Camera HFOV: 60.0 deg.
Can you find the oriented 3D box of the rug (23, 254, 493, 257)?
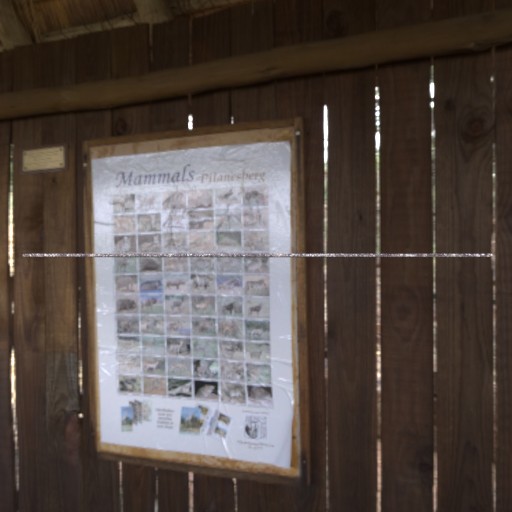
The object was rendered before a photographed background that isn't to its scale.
[{"bbox_3d":[0.000,0.000,2.283,1.814,0.012,1.186,0,0,-1],"label":"rug"}]
